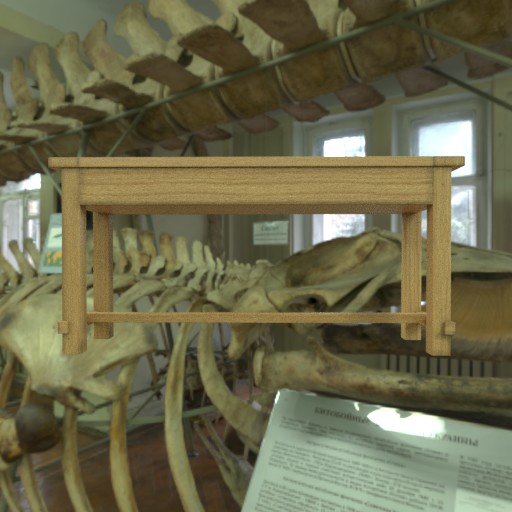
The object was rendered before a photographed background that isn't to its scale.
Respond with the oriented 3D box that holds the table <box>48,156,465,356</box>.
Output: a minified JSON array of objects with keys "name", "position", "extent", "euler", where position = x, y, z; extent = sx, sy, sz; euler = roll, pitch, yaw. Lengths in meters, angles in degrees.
[{"name":"table","position":[0.000,0.000,1.915],"extent":[1.599,0.762,0.442],"euler":[0,0,1]}]
